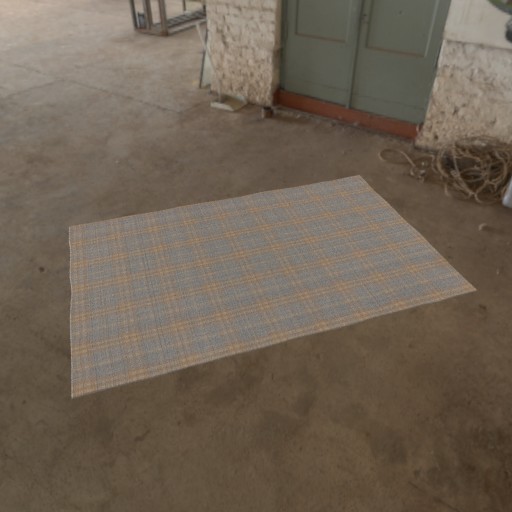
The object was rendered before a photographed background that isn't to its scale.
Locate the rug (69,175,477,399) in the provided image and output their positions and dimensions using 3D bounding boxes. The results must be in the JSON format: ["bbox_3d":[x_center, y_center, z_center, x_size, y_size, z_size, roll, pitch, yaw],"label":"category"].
[{"bbox_3d":[0.000,0.000,3.075,2.460,0.016,1.545,-12,41,-14],"label":"rug"}]
